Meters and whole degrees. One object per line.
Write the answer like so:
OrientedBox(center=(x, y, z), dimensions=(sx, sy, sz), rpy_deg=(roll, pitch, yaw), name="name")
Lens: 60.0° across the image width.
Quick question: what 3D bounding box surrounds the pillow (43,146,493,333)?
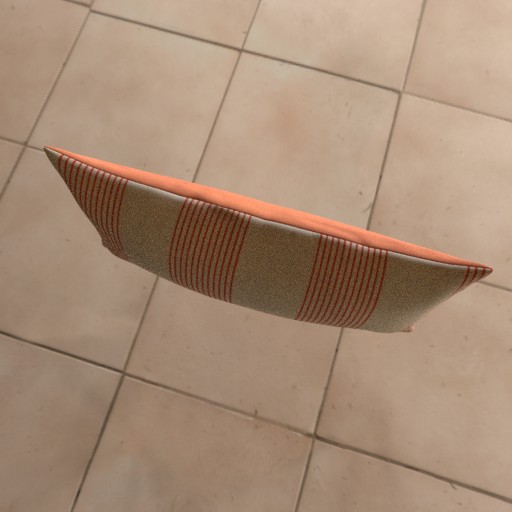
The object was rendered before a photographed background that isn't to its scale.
OrientedBox(center=(0.000, 0.000, 0.704), dimensions=(0.608, 0.292, 0.156), rpy_deg=(16, 76, 4), name="pillow")
